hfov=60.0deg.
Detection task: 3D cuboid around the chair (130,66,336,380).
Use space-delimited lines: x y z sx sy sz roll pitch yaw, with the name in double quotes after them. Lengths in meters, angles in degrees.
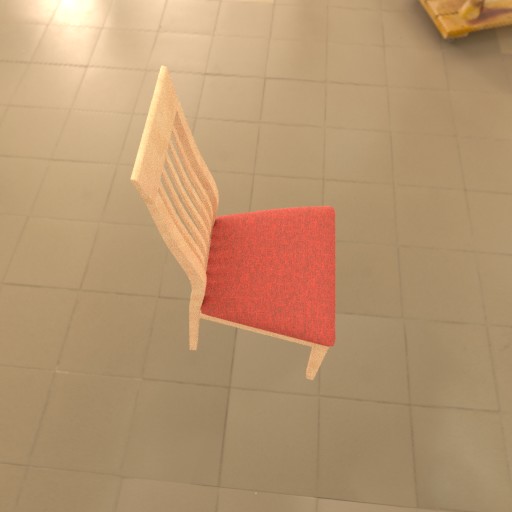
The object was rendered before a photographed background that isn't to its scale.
0.000 0.000 1.271 0.474 1.027 0.460 4 62 2 "chair"
